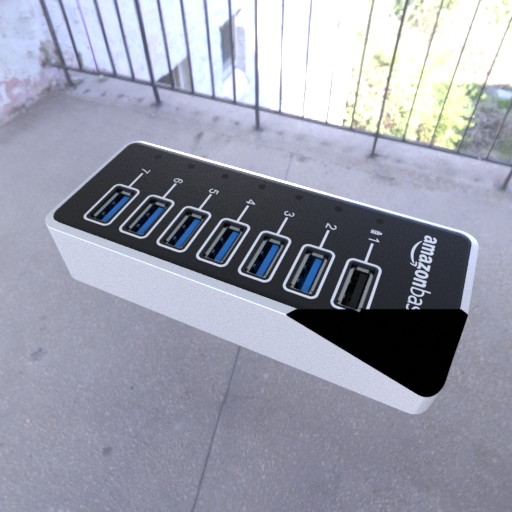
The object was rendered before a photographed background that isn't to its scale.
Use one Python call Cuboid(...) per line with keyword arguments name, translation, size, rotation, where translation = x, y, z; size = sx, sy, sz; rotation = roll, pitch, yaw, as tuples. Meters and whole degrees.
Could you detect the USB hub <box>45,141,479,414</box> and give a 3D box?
Cuboid(name="USB hub", translation=(0.000, 0.000, 0.126), size=(0.110, 0.023, 0.044), rotation=(19, 51, 16))
